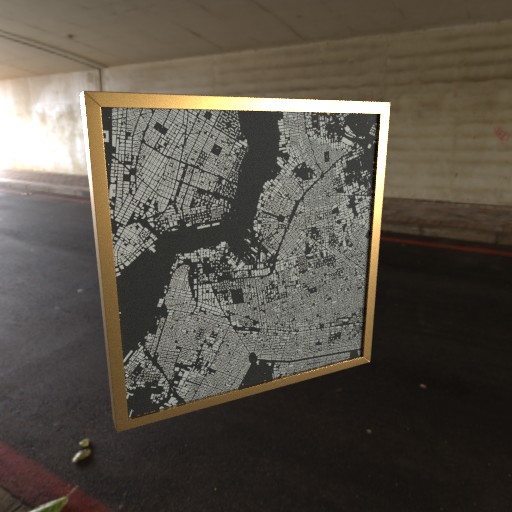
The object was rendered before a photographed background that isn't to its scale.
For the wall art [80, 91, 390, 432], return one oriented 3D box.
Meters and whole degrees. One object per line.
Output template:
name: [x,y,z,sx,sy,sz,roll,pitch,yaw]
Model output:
wall art: [0.000,0.000,0.454,0.305,0.305,0.023,-8,17,-25]
